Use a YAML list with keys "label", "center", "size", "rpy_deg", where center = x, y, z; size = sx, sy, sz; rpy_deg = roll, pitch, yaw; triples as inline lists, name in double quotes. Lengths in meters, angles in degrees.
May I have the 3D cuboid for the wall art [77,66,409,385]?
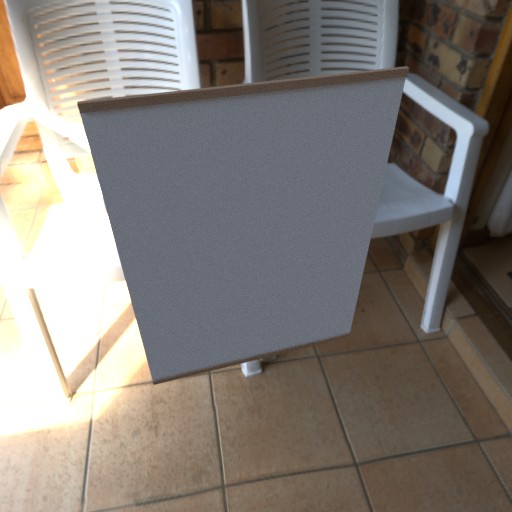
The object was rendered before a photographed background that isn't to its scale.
- label: "wall art"
  center: [0.000, 0.000, 1.317]
  size: [0.758, 1.016, 0.013]
  rpy_deg: [-11, 42, -12]
